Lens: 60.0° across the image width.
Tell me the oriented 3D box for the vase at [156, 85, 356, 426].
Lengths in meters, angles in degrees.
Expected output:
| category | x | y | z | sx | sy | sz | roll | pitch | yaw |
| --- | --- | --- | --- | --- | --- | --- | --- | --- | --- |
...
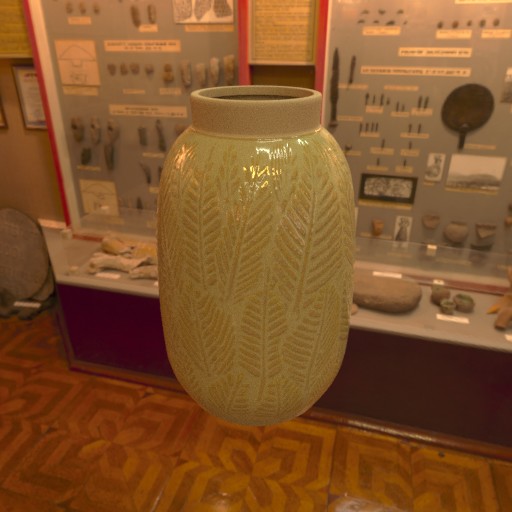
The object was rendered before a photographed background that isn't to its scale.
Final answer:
| category | x | y | z | sx | sy | sz | roll | pitch | yaw |
| --- | --- | --- | --- | --- | --- | --- | --- | --- | --- |
| vase | 0.000 | 0.000 | 0.387 | 0.172 | 0.270 | 0.172 | 0 | 27 | 0 |
